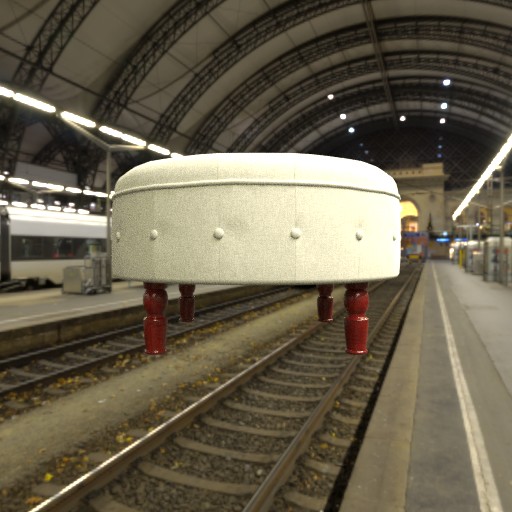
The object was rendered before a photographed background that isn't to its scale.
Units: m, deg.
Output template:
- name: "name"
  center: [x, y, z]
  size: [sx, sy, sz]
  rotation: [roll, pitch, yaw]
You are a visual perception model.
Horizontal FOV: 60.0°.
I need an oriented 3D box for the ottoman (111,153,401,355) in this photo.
- name: "ottoman"
  center: [0.000, 0.000, 1.370]
  size: [0.850, 0.483, 0.850]
  rotation: [0, 1, 0]
